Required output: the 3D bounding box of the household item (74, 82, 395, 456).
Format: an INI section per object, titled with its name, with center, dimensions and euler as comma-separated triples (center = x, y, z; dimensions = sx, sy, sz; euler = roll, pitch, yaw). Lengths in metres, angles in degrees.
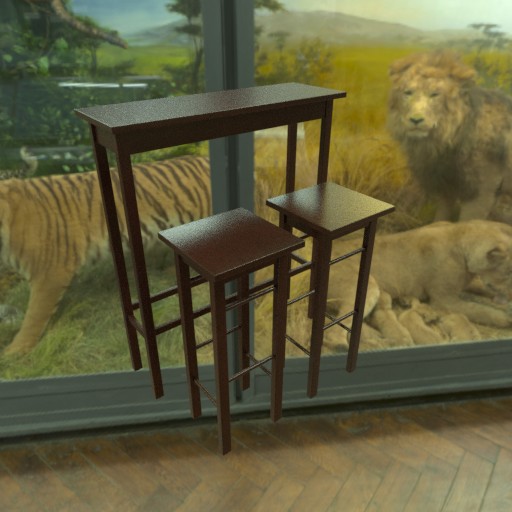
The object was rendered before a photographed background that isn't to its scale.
[household item]
center = 0.000, 0.000, 1.655
dimensions = 0.914, 1.067, 0.676
euler = -21, 35, -32
